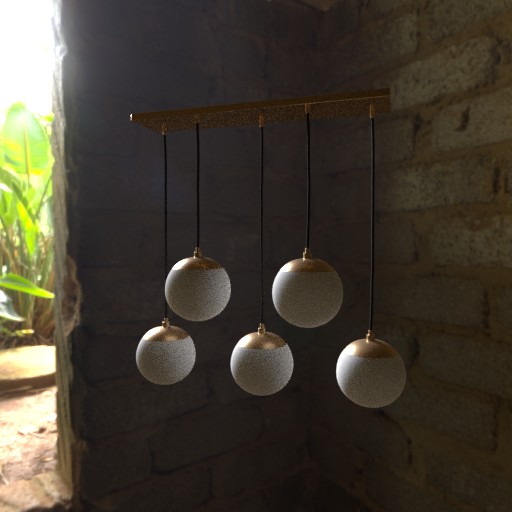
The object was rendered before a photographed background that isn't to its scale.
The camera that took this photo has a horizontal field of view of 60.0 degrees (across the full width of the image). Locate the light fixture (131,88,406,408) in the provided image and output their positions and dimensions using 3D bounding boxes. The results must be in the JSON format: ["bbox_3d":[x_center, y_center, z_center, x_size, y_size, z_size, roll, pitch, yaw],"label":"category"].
[{"bbox_3d":[0.000,0.000,1.333,0.863,0.869,0.299,1,2,18],"label":"light fixture"}]
